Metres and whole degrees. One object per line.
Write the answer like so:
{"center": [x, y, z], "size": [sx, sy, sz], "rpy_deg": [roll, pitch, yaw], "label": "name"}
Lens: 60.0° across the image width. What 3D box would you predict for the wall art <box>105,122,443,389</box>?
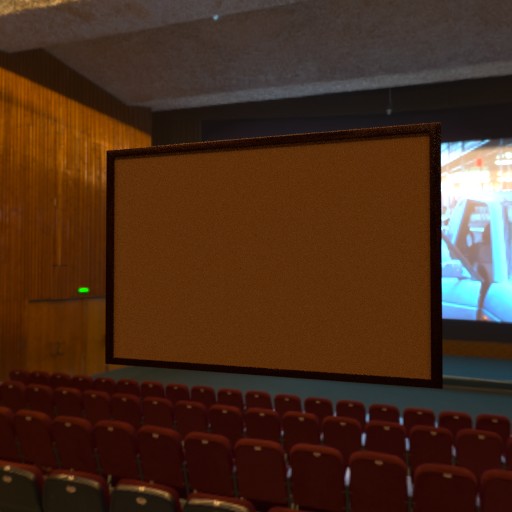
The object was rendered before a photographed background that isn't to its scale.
{"center": [0.000, 0.000, 1.051], "size": [0.816, 0.559, 0.014], "rpy_deg": [0, -1, 16], "label": "wall art"}
